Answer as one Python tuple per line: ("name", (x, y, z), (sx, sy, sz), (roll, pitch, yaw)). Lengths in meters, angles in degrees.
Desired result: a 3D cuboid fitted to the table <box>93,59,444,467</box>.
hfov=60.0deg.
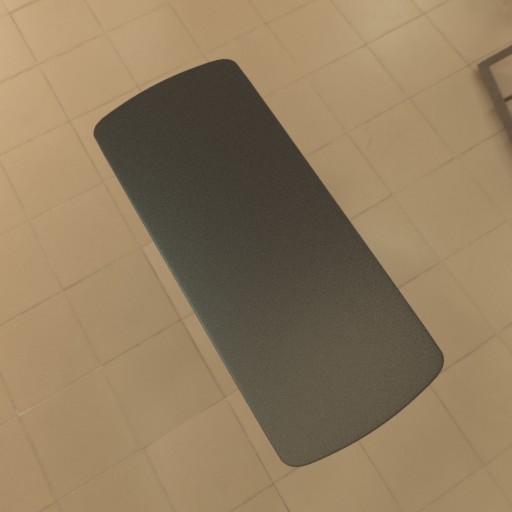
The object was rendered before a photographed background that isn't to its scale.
("table", (0.000, 0.000, 1.626), (0.571, 0.457, 1.333), (-31, 77, -8))
